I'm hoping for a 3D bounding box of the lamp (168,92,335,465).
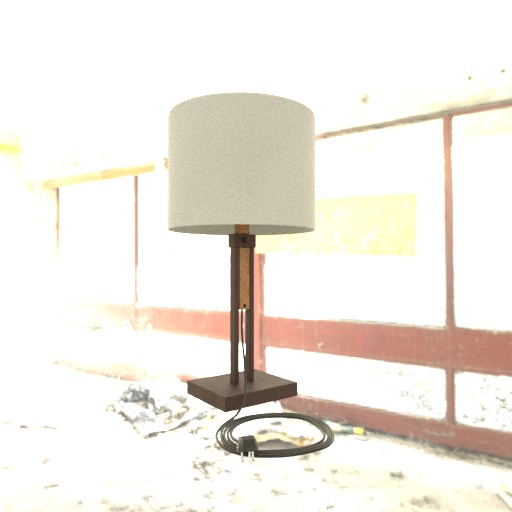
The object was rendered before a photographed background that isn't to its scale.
[{"bbox_3d":[0.000,0.000,0.997,0.396,0.668,0.525,1,-1,-37],"label":"lamp"}]
